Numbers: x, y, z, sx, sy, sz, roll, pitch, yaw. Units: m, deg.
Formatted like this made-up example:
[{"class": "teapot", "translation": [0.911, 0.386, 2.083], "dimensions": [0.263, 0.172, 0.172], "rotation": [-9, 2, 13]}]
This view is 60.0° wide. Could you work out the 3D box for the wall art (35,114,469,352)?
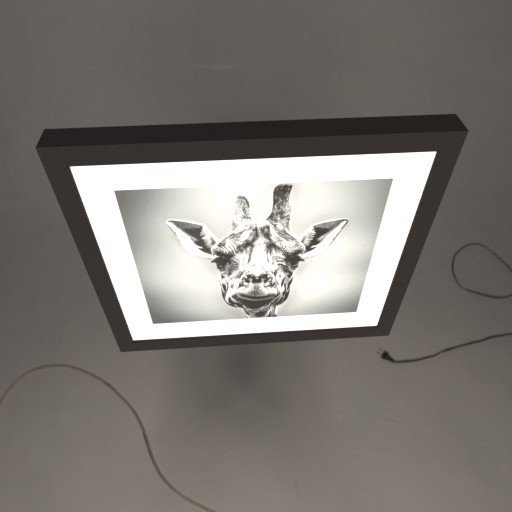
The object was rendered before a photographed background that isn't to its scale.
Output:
[{"class": "wall art", "translation": [0.000, 0.000, 0.519], "dimensions": [0.381, 0.330, 0.031], "rotation": [-3, 47, -3]}]
